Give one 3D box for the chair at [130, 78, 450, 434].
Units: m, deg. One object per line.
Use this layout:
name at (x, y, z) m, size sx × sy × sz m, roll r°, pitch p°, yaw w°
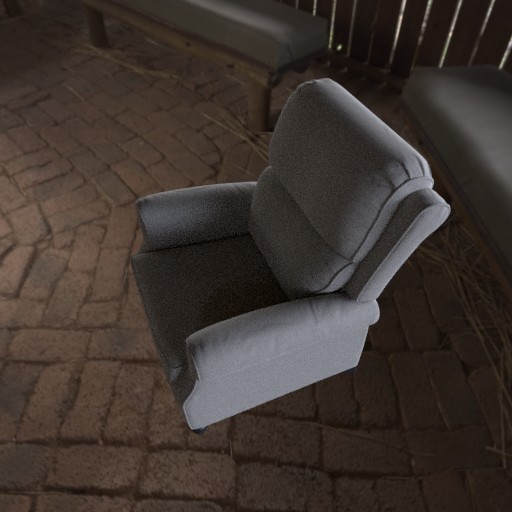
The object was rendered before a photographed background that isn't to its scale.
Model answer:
chair at (0.000, 0.000, 1.713) m, size 0.919 × 1.046 × 0.859 m, roll -17°, pitch 50°, yaw -15°
